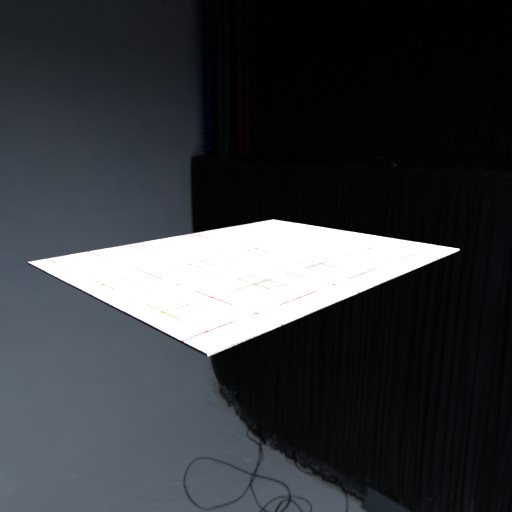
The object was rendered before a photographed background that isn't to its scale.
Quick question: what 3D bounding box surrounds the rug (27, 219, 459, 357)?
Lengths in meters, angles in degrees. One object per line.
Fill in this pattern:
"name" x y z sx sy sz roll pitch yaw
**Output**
"rug" 0.000 0.000 3.840 2.317 0.016 2.959 14 20 43
